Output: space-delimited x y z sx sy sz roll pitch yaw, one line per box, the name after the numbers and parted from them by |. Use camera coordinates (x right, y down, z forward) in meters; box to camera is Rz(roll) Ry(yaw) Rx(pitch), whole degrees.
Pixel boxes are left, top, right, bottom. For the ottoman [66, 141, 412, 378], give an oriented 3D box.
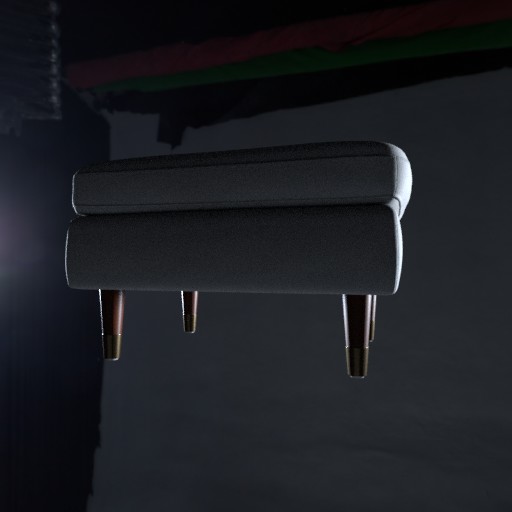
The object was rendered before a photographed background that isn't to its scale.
0.000 0.000 1.132 0.747 0.478 0.593 0 -1 17 | ottoman
